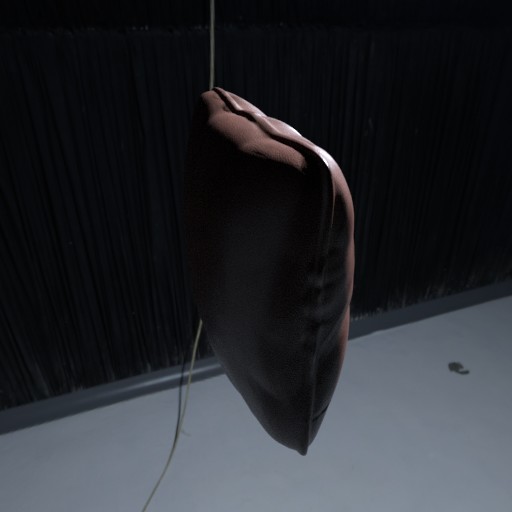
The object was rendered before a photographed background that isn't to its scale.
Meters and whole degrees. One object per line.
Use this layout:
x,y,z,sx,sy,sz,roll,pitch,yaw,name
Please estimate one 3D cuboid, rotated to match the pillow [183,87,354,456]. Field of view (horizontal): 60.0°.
0.000,0.000,0.815,0.236,0.523,0.532,-10,32,-17,pillow
